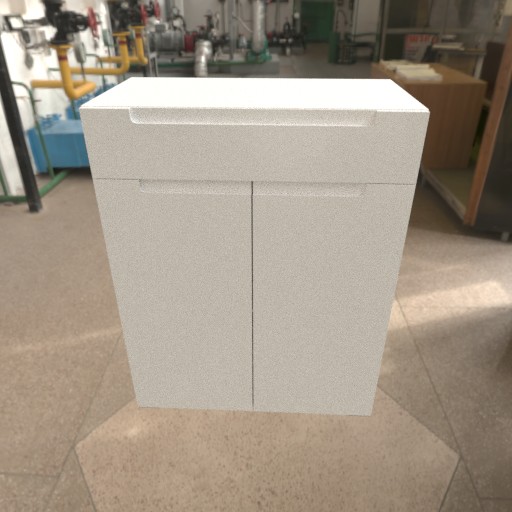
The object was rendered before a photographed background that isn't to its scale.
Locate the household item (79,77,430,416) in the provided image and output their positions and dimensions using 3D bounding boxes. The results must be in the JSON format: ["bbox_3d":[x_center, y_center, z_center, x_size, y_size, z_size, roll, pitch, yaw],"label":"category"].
[{"bbox_3d":[0.000,0.000,1.427,0.790,1.010,0.420,1,31,2],"label":"household item"}]
